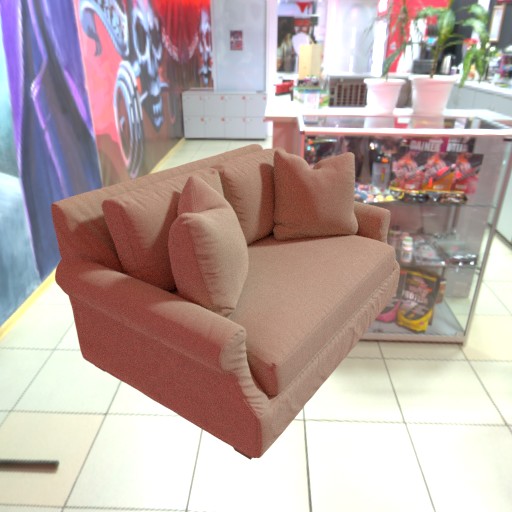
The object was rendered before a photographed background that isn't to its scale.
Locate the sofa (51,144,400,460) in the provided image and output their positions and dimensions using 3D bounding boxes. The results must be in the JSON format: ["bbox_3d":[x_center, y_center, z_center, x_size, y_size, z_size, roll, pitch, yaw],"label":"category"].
[{"bbox_3d":[0.000,0.000,2.194,1.070,0.905,1.550,17,31,31],"label":"sofa"}]
